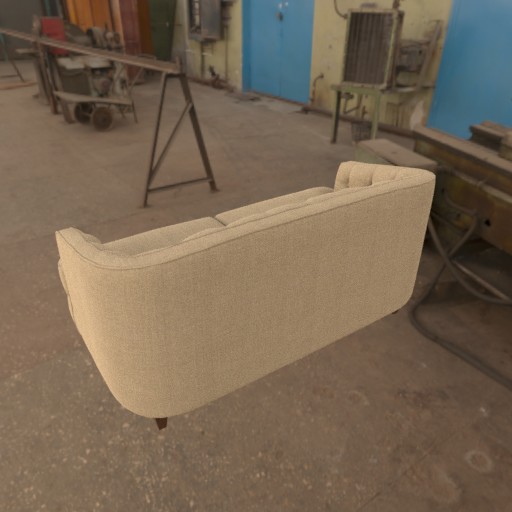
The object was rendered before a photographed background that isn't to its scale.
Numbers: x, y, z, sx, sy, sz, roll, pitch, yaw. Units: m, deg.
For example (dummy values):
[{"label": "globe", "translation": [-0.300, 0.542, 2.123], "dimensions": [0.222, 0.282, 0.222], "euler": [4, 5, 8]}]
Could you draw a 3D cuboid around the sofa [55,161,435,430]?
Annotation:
[{"label": "sofa", "translation": [0.000, 0.000, 2.236], "dimensions": [1.733, 0.855, 0.941], "euler": [-18, 35, -29]}]
